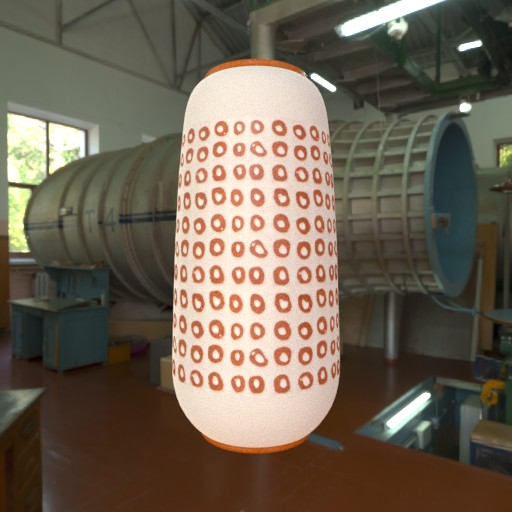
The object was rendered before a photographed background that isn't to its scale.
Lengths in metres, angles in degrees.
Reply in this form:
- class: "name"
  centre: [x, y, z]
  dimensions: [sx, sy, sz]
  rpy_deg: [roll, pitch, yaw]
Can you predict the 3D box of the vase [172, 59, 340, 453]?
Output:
- class: "vase"
  centre: [0.000, 0.000, 0.357]
  dimensions: [0.133, 0.282, 0.133]
  rpy_deg: [0, 1, 0]
